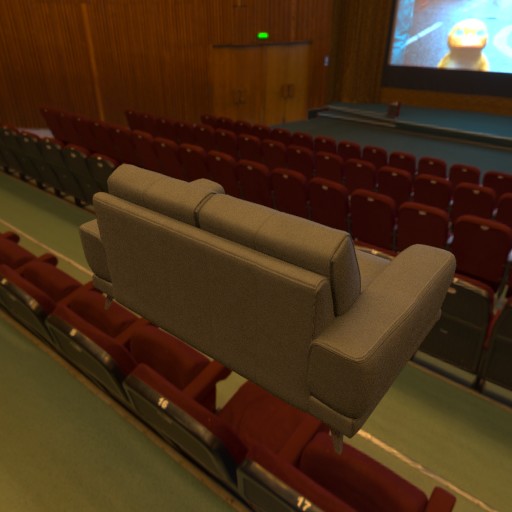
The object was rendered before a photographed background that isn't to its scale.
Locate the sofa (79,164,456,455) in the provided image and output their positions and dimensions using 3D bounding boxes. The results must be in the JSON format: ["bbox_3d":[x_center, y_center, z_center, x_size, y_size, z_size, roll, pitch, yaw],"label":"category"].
[{"bbox_3d":[0.000,0.000,2.375,1.806,0.907,1.018,21,36,33],"label":"sofa"}]
